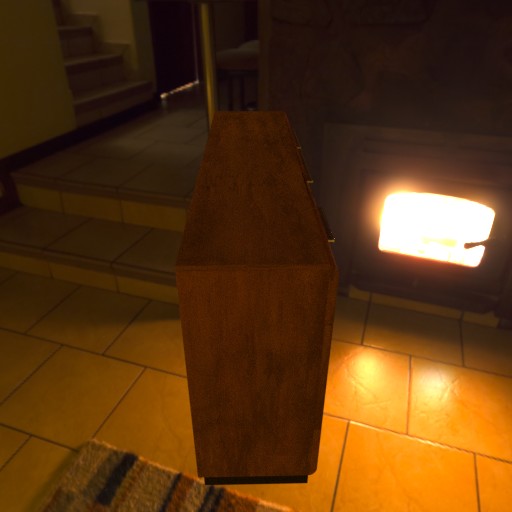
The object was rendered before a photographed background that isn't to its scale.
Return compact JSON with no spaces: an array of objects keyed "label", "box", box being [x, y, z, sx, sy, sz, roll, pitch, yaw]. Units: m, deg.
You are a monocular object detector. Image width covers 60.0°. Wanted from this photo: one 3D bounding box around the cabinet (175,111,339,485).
[{"label":"cabinet","box":[0.000,0.000,1.974,0.420,0.900,1.600,-1,31,-1]}]
